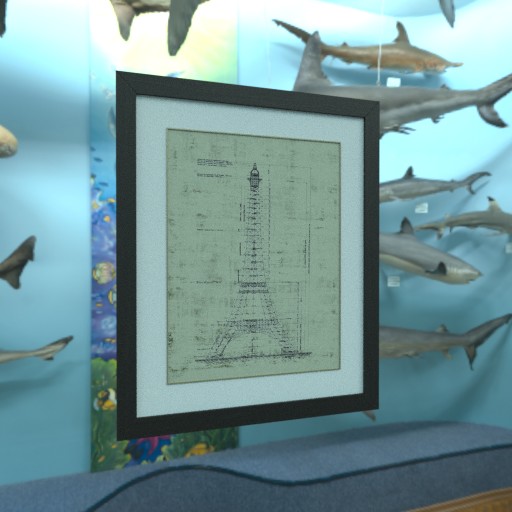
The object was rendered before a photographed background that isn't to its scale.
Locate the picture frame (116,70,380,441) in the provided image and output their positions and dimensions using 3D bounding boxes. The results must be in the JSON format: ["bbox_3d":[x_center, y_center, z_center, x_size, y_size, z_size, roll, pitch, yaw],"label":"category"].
[{"bbox_3d":[0.000,0.000,0.752,0.452,0.555,0.044,0,1,-18],"label":"picture frame"}]
